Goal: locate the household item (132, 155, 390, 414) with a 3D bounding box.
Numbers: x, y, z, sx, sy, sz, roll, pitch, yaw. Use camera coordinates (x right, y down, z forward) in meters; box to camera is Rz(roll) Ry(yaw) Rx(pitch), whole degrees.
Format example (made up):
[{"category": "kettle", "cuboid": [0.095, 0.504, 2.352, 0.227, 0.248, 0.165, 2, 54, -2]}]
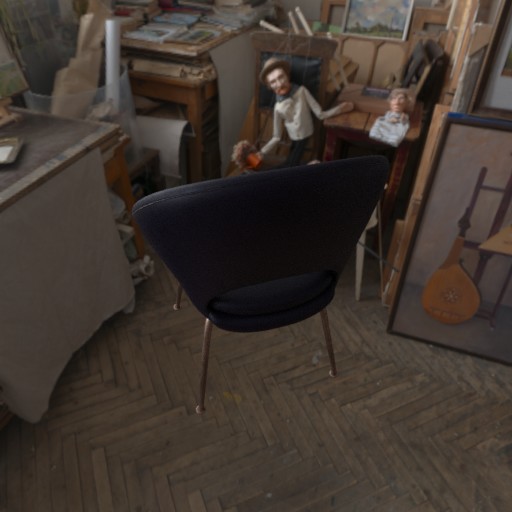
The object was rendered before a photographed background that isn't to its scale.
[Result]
[{"category": "household item", "cuboid": [0.000, 0.000, 1.271, 0.623, 0.852, 0.573, -11, 42, -13]}]
